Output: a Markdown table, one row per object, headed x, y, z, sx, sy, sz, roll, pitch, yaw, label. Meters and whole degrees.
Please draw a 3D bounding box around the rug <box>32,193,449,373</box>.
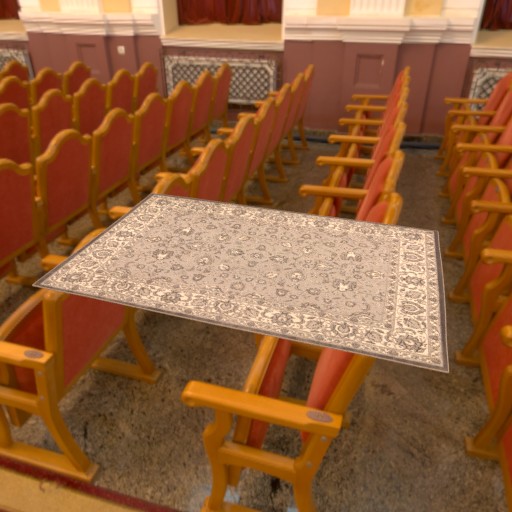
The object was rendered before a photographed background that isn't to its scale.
| x | y | z | sx | sy | sz | roll | pitch | yaw | label |
| --- | --- | --- | --- | --- | --- | --- | --- | --- | --- |
| 0.000 | 0.000 | 3.054 | 2.438 | 0.011 | 1.524 | 9 | 32 | 15 | rug |
